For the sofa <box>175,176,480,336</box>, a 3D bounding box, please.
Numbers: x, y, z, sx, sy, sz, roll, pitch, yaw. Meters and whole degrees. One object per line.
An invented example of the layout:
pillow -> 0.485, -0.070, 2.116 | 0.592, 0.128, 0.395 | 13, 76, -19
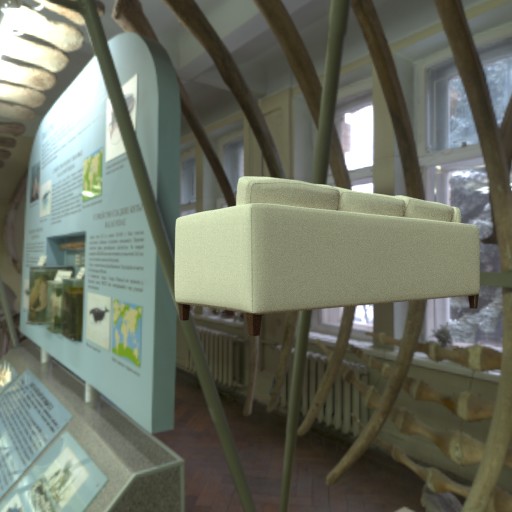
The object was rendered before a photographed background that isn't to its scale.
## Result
sofa -> 0.000, 0.000, 4.482 | 2.593, 0.947, 3.302 | 1, -1, -37
